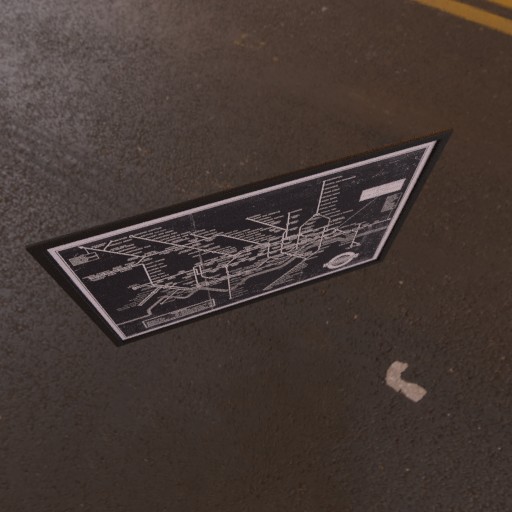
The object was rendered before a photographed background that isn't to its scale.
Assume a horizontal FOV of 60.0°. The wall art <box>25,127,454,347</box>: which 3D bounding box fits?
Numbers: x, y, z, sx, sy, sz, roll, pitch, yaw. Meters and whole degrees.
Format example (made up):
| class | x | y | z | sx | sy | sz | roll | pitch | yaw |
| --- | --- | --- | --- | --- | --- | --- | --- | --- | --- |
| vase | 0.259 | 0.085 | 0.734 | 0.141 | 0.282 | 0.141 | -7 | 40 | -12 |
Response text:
| class | x | y | z | sx | sy | sz | roll | pitch | yaw |
| --- | --- | --- | --- | --- | --- | --- | --- | --- | --- |
| wall art | 0.000 | 0.000 | 1.530 | 1.192 | 0.811 | 0.013 | -17 | 63 | -9 |
